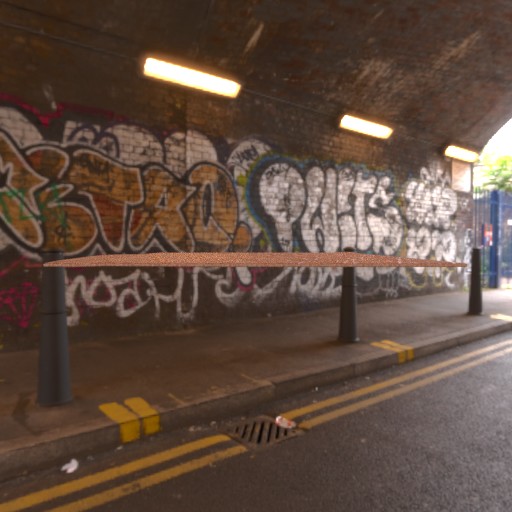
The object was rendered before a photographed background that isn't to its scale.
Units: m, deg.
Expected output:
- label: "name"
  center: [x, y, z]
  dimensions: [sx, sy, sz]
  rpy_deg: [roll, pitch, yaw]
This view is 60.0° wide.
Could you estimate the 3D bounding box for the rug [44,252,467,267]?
- label: "rug"
  center: [0.000, 0.000, 4.056]
  dimensions: [2.453, 0.043, 3.052]
  rpy_deg: [0, 2, 0]
